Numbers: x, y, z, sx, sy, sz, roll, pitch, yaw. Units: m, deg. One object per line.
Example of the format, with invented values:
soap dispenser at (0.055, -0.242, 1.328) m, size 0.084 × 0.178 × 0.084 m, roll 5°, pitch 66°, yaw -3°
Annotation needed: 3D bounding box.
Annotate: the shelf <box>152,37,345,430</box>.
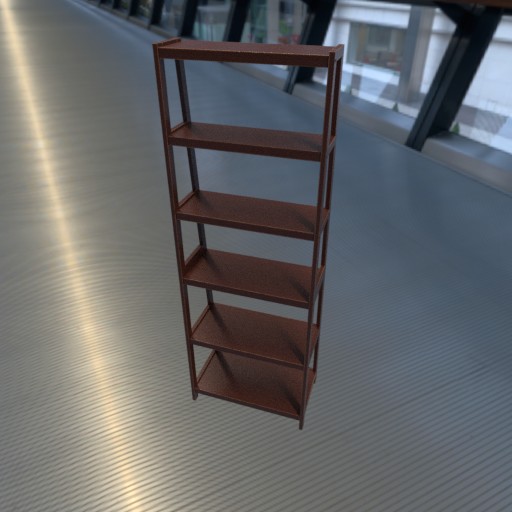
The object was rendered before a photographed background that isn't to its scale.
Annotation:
shelf at (0.000, 0.000, 2.152) m, size 0.660 × 1.892 × 0.381 m, roll 10°, pitch 34°, yaw 15°
